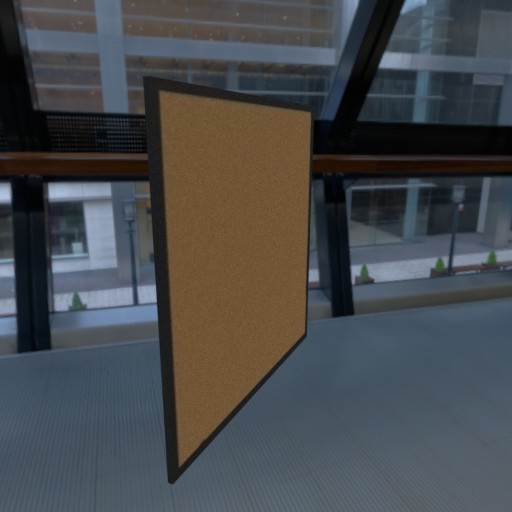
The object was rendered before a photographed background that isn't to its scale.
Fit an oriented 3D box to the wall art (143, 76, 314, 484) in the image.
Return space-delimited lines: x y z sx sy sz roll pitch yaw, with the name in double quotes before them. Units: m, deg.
"wall art" 0.000 0.000 1.208 0.013 0.823 0.823 7 17 26
